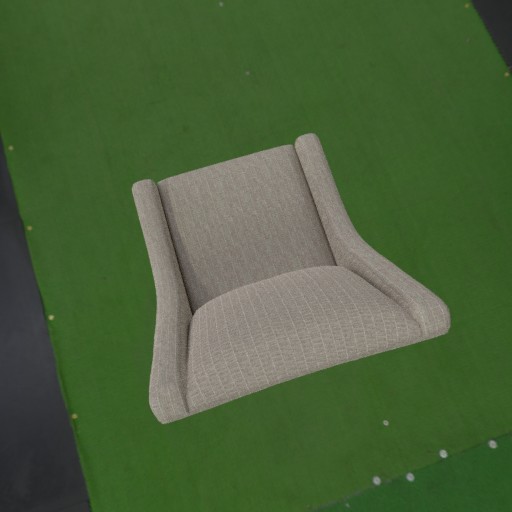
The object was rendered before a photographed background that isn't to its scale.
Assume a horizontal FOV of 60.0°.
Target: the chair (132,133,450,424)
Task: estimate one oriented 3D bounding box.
[{"bbox_3d":[0.000,0.000,1.617,0.774,1.014,0.870,-17,77,-4],"label":"chair"}]
